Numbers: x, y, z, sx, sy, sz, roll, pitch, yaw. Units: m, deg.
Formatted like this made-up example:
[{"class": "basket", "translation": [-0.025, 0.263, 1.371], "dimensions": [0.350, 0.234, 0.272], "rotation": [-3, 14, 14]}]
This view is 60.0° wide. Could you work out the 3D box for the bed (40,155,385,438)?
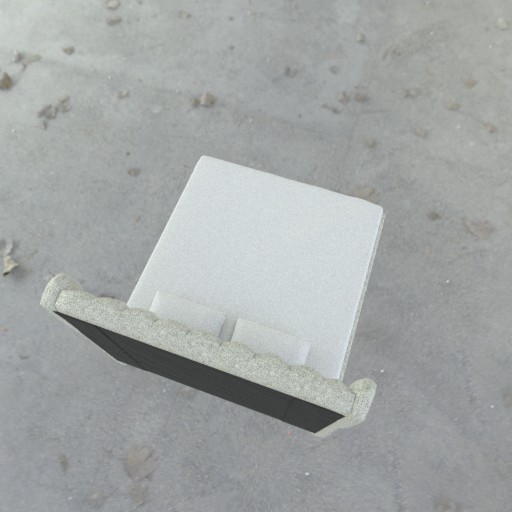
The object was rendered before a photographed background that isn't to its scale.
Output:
[{"class": "bed", "translation": [0.000, 0.000, 3.925], "dimensions": [2.219, 1.771, 2.347], "rotation": [18, 66, 8]}]
